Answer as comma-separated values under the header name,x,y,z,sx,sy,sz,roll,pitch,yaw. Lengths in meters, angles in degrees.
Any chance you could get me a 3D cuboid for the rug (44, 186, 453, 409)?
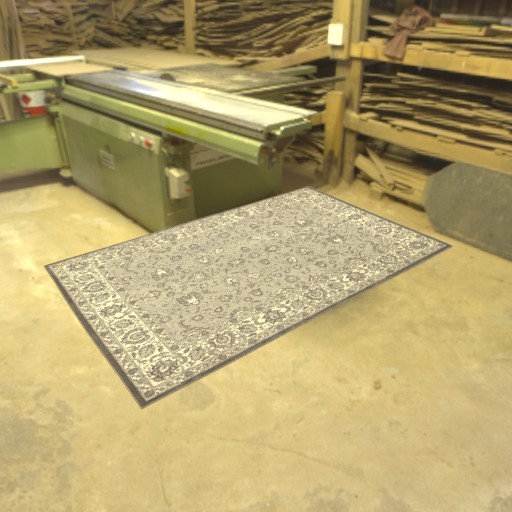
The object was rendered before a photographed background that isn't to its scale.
name,x,y,z,sx,sy,sz,roll,pitch,yaw
rug,0.000,0.000,3.082,2.438,0.011,1.524,-21,36,-32
